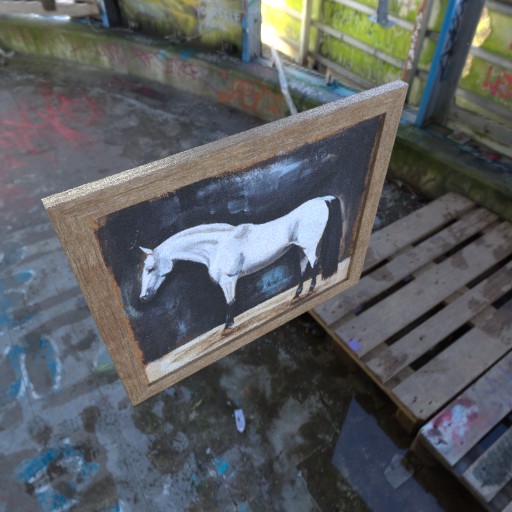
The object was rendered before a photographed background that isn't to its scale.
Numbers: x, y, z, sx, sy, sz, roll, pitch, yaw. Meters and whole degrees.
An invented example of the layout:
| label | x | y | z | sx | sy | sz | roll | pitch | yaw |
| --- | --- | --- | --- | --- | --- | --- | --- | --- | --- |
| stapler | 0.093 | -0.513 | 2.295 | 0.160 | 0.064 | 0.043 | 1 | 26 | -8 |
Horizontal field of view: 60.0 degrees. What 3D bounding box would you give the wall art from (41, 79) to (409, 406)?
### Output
| label | x | y | z | sx | sy | sz | roll | pitch | yaw |
| --- | --- | --- | --- | --- | --- | --- | --- | --- | --- |
| wall art | 0.000 | 0.000 | 0.945 | 0.690 | 0.588 | 0.026 | -25 | 51 | -22 |
